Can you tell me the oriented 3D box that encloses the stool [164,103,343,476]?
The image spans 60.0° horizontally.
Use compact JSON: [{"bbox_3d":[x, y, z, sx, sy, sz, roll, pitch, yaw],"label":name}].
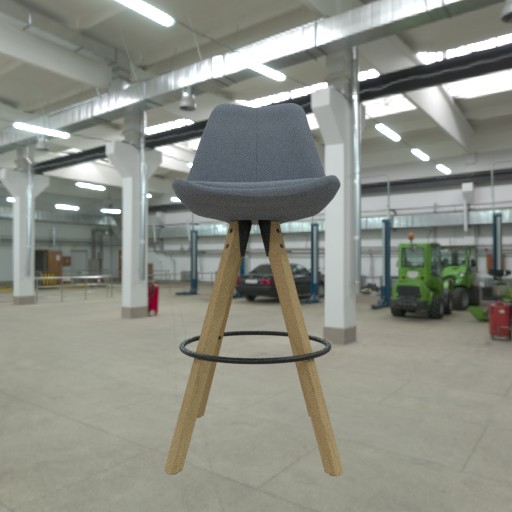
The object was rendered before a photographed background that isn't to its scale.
[{"bbox_3d":[0.000,0.000,1.367,0.485,1.115,0.550,0,-1,1],"label":"stool"}]
